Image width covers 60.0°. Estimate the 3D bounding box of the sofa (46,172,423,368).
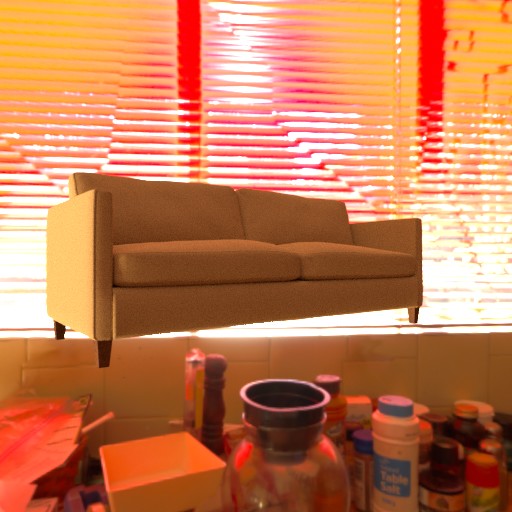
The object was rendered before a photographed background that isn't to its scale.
[{"bbox_3d":[0.000,0.000,2.887,2.361,0.968,0.951,0,-1,-36],"label":"sofa"}]
